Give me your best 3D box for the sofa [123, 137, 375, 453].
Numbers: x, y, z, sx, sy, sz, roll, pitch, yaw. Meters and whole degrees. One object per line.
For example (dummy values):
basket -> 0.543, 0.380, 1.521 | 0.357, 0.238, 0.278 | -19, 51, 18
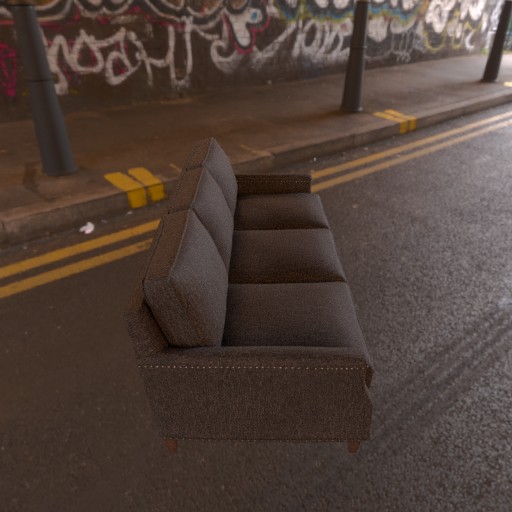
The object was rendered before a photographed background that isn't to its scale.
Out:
sofa -> 0.000, 0.000, 2.854 | 1.084, 1.003, 2.246 | 0, 31, 0
